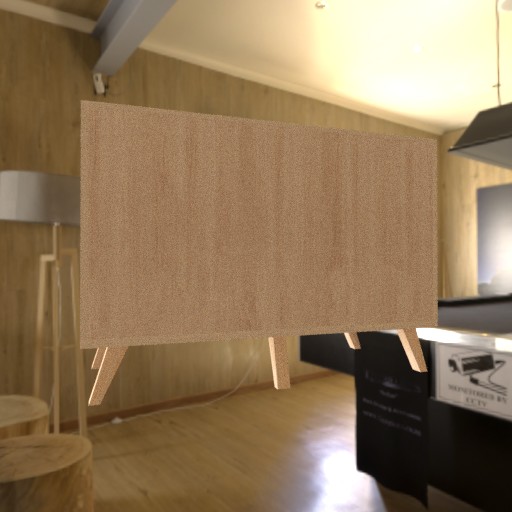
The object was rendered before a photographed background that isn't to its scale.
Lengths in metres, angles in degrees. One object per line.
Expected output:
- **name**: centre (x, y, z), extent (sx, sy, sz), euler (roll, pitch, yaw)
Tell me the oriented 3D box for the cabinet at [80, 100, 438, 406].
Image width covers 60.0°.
- **cabinet**: centre (0.000, 0.000, 1.534), extent (1.110, 0.780, 0.500), euler (0, -1, -19)
